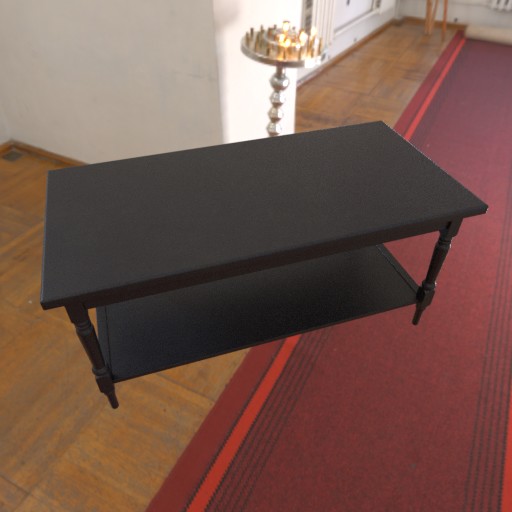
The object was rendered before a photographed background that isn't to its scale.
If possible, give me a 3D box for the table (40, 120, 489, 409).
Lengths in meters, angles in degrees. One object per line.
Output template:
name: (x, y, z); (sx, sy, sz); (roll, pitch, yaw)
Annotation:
table: (0.000, 0.000, 1.395); (1.107, 0.510, 0.550); (-12, 43, -13)
